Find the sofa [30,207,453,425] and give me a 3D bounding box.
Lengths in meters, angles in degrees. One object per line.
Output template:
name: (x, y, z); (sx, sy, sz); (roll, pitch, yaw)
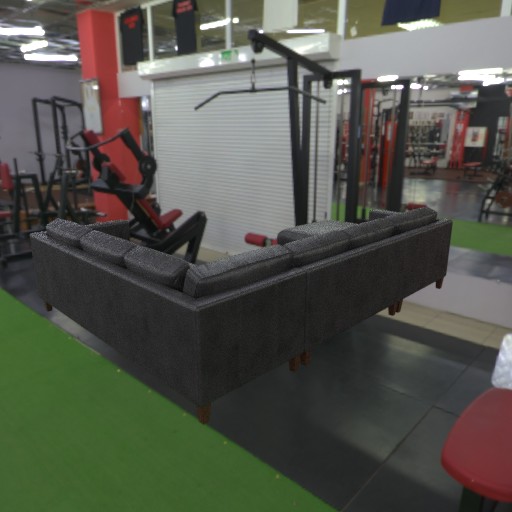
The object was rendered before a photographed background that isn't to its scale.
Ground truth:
sofa: (0.000, 0.000, 4.356); (3.324, 0.891, 2.452); (-15, 22, -43)
